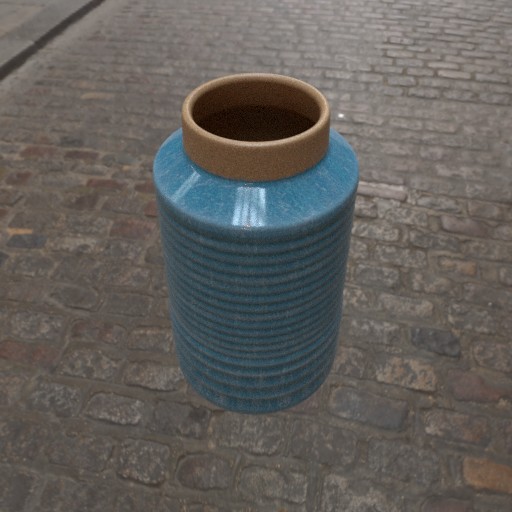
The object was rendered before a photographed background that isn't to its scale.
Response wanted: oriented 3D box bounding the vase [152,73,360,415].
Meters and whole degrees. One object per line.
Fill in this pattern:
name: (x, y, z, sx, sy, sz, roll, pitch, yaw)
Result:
vase: (0.000, 0.000, 0.366, 0.163, 0.267, 0.163, 0, 47, 0)
